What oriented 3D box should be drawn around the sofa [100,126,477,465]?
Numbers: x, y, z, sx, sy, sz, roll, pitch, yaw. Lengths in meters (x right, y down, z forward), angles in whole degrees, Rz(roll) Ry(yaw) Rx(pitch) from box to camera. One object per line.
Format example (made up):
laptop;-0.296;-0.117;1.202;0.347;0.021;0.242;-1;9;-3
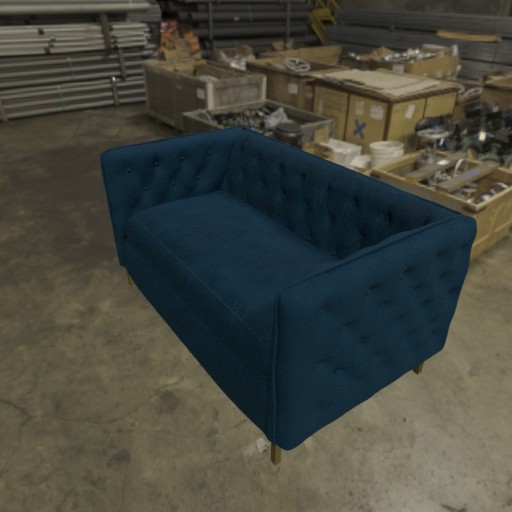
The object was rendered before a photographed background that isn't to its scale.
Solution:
sofa;0.000;0.000;2.103;0.909;0.810;1.583;-20;36;-30
